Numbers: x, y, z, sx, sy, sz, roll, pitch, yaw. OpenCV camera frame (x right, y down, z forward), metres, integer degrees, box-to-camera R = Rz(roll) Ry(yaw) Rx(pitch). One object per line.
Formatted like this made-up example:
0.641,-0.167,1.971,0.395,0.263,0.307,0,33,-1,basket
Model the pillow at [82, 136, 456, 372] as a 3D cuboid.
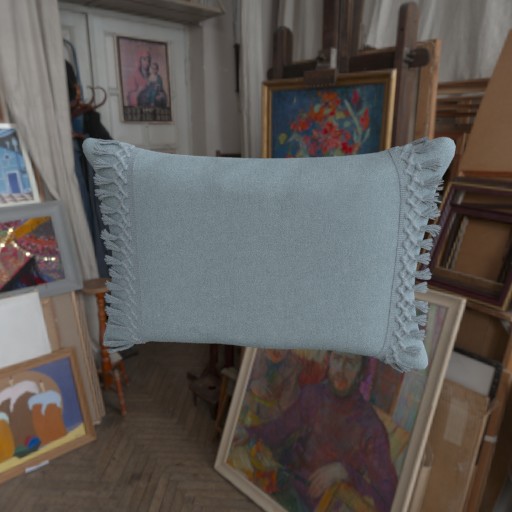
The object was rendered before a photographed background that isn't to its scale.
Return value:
0.000,0.000,0.585,0.466,0.305,0.084,3,16,9,pillow
